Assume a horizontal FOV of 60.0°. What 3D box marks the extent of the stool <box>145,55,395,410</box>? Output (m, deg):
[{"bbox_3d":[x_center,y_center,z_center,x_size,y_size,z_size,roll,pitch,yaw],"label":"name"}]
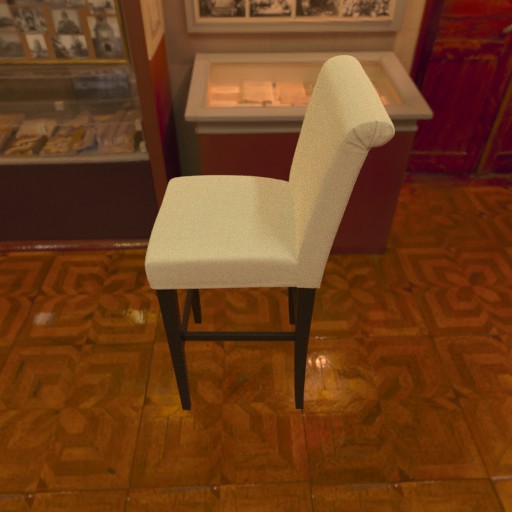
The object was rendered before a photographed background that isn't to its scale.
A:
[{"bbox_3d":[0.000,0.000,1.449,0.597,1.124,0.452,0,41,0],"label":"stool"}]
